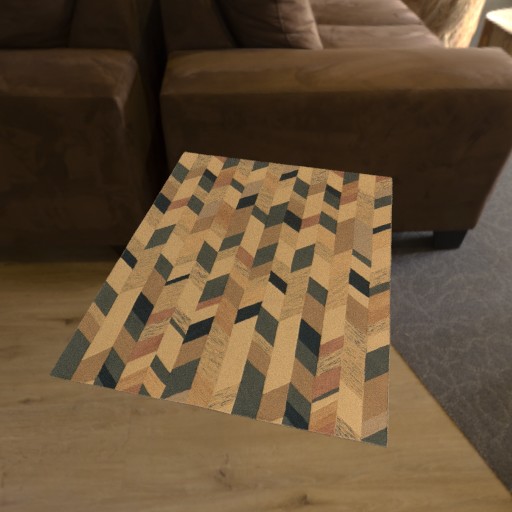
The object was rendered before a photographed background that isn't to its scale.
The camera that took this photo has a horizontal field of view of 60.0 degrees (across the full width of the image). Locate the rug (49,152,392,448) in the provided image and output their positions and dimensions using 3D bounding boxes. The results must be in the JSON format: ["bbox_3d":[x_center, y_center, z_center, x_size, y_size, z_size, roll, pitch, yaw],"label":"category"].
[{"bbox_3d":[0.000,0.000,4.109,2.451,0.011,3.072,9,46,9],"label":"rug"}]
